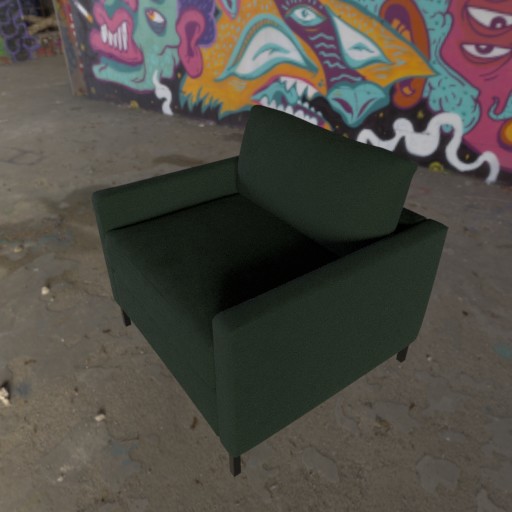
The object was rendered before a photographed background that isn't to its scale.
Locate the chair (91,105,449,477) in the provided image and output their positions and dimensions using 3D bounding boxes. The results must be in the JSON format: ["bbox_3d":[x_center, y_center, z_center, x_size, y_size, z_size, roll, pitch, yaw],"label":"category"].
[{"bbox_3d":[0.000,0.000,1.618,0.866,0.861,0.963,-22,39,-30],"label":"chair"}]
